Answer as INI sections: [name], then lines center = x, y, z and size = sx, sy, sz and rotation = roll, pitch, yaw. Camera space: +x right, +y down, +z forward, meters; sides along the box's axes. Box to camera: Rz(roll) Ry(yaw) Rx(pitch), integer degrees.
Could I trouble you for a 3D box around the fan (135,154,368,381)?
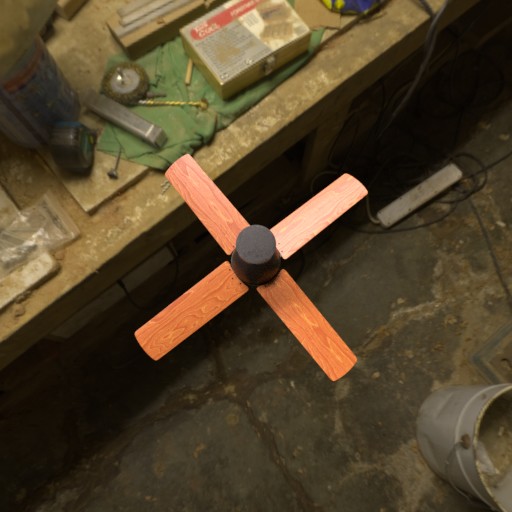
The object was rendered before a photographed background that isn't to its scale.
[fan]
center = 0.000, 0.000, 2.049
size = 1.332, 0.403, 1.332
rotation = -38, 79, -9
